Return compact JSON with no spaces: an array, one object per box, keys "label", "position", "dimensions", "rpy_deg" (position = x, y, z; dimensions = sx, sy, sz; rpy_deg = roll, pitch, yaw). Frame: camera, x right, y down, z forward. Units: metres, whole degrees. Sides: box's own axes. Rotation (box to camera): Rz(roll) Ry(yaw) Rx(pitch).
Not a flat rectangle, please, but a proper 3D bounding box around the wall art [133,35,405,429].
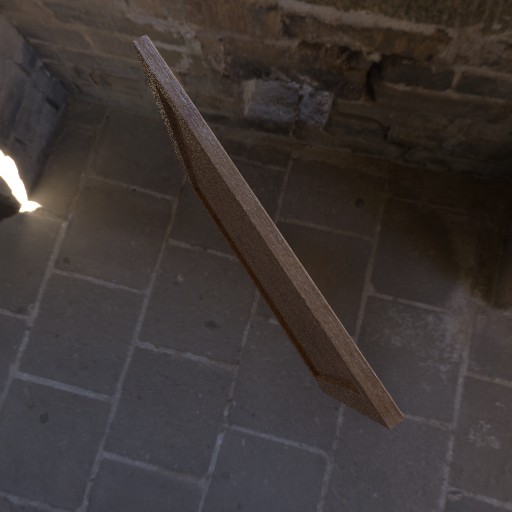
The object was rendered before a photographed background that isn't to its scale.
[{"label":"wall art","position":[0.000,0.000,0.930],"dimensions":[0.026,0.588,0.690],"rpy_deg":[-32,79,-7]}]
